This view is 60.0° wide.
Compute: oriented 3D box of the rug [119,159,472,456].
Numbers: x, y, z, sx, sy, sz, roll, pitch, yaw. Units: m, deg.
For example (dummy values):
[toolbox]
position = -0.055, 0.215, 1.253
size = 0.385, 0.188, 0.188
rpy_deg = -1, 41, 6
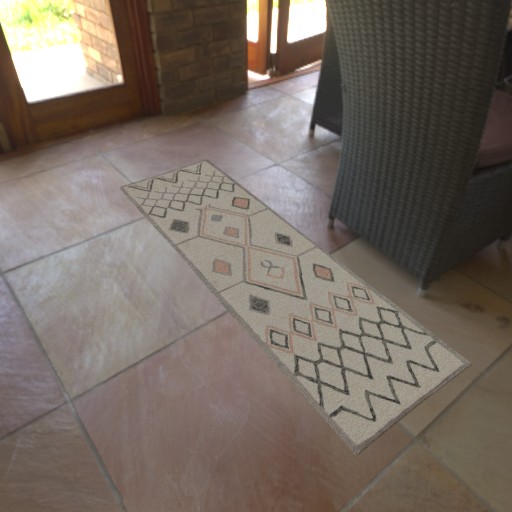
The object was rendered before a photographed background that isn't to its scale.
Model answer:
[rug]
position = 0.000, 0.000, 2.656
size = 0.750, 0.011, 2.435
rpy_deg = -24, 46, -26
